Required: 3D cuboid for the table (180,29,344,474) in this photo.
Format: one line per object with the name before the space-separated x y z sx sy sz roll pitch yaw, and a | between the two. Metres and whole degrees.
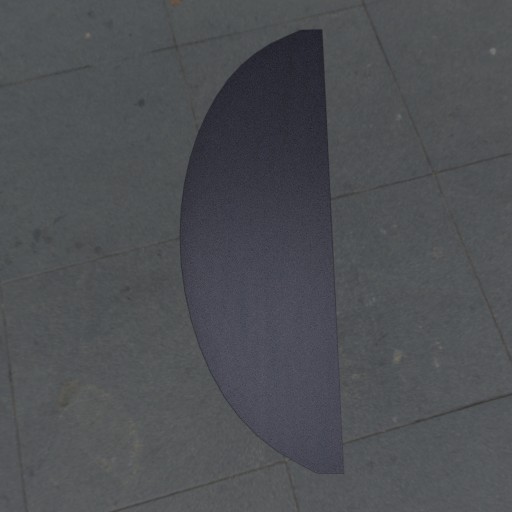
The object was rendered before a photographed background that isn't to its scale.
table | 0.000 0.000 1.484 0.394 0.692 1.198 0 75 0
